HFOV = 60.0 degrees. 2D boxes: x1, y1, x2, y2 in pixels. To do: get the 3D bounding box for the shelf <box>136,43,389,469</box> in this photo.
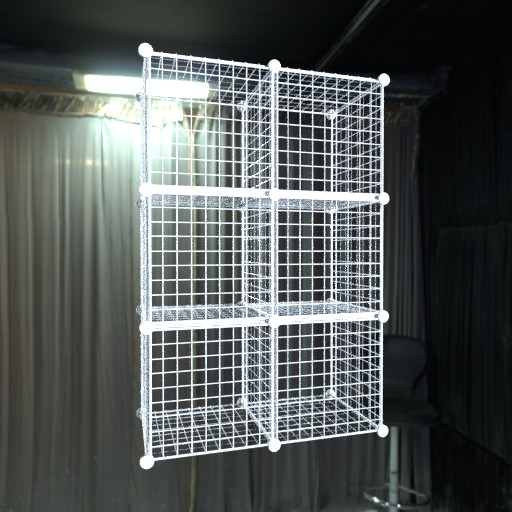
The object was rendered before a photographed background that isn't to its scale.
[{"bbox_3d":[0.000,0.000,1.377,0.711,1.067,0.356,0,1,-16],"label":"shelf"}]
